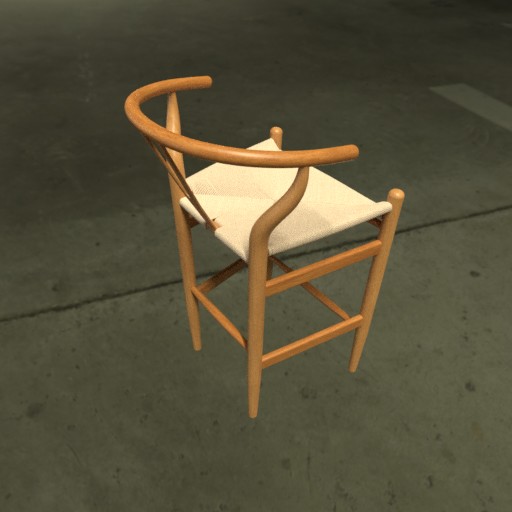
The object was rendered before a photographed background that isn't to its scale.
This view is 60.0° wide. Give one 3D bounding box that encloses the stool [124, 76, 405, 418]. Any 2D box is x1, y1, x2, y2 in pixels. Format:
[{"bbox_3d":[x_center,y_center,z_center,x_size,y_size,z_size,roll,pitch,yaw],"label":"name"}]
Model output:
[{"bbox_3d":[0.000,0.000,1.312,0.579,0.970,0.569,-26,46,-28],"label":"stool"}]
